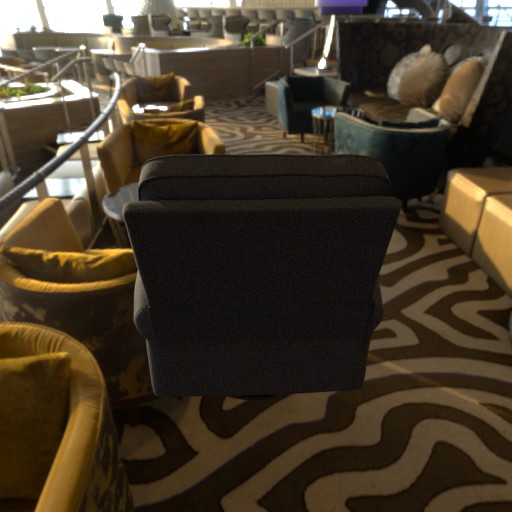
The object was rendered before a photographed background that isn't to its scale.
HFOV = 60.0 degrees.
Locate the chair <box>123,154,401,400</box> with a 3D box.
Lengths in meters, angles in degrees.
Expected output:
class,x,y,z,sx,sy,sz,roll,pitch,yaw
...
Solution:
class,x,y,z,sx,sy,sz,roll,pitch,yaw
chair,0.000,0.000,1.687,0.890,0.961,0.878,-1,29,-2
